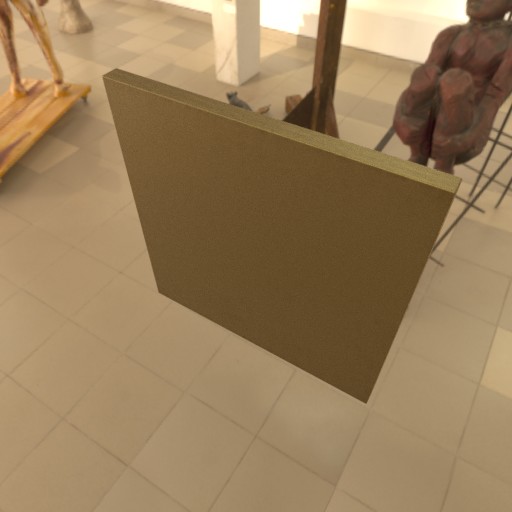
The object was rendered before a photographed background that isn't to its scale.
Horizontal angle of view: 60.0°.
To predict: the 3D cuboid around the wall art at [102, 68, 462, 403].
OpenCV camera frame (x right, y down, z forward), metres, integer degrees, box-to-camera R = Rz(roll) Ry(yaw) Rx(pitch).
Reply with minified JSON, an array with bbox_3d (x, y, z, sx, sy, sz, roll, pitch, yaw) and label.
[{"bbox_3d":[0.000,0.000,0.742,0.503,0.506,0.030,24,52,21],"label":"wall art"}]
